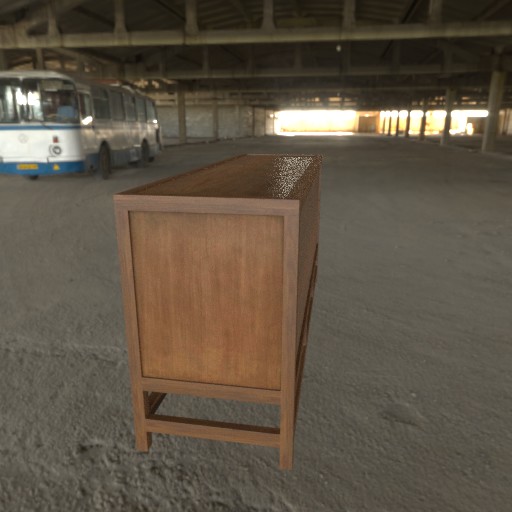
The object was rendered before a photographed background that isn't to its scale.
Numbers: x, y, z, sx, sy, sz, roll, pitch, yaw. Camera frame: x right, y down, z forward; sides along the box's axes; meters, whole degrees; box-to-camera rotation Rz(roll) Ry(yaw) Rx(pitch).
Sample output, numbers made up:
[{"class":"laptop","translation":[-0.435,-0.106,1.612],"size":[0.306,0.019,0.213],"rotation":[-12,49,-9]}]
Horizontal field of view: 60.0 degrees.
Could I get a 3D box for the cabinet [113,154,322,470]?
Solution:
[{"class":"cabinet","translation":[0.000,0.000,2.068],"size":[0.522,0.820,1.708],"rotation":[3,17,10]}]
